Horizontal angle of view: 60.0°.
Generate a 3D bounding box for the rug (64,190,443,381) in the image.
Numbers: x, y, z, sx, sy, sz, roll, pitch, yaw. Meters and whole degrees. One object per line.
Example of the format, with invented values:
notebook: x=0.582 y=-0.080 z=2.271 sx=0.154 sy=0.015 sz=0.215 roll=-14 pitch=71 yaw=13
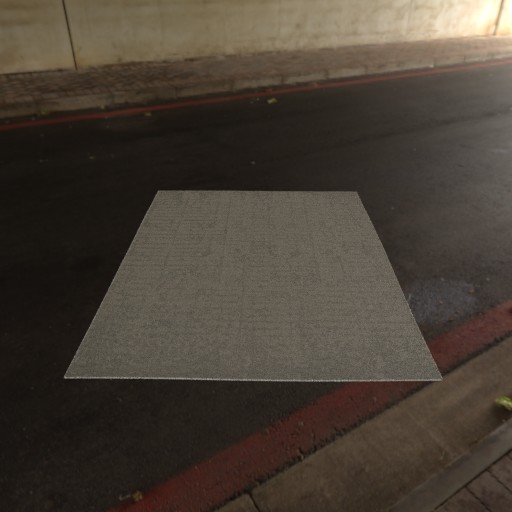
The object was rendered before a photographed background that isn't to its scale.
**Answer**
rug: x=0.000 y=0.000 z=4.141 sx=2.447 sy=0.014 sz=3.061 roll=0 pitch=31 yaw=1
